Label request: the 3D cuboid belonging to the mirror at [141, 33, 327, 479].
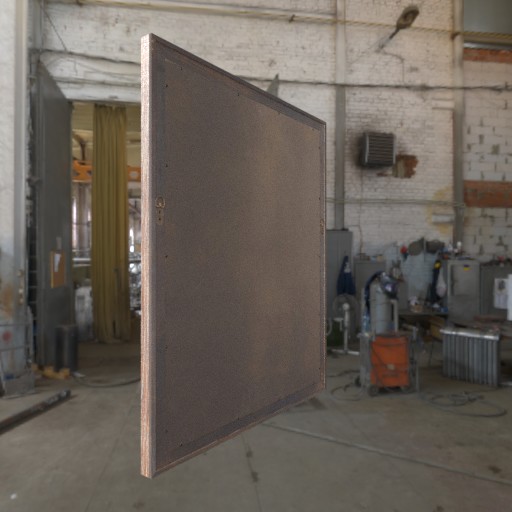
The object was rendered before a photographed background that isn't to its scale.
[{"bbox_3d":[0.000,0.000,1.178,0.032,0.882,0.730,0,0,37],"label":"mirror"}]
